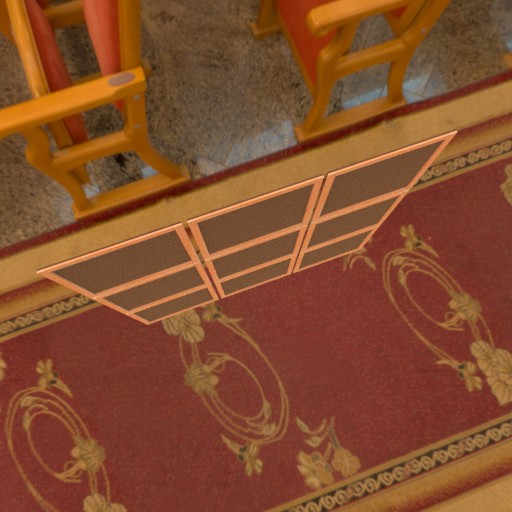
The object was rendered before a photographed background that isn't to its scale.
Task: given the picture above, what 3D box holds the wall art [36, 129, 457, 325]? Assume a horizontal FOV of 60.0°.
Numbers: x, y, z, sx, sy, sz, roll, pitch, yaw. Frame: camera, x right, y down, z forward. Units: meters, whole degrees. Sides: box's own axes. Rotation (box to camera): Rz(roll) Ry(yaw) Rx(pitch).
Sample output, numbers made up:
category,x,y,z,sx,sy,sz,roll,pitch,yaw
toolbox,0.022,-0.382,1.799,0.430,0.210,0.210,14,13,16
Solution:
category,x,y,z,sx,sy,sz,roll,pitch,yaw
wall art,0.000,0.000,2.246,1.520,1.525,0.013,-19,76,-5
